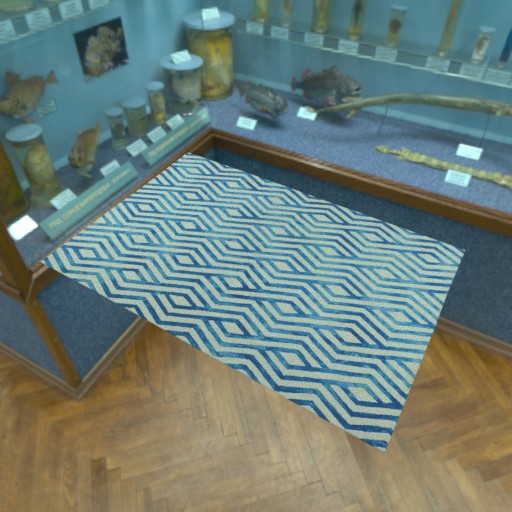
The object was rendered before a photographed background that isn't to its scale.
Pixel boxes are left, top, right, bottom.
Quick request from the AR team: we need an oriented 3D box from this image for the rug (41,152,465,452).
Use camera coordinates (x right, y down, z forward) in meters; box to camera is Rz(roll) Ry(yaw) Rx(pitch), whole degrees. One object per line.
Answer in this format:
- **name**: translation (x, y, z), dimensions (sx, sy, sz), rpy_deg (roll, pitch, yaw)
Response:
- **rug**: translation (0.000, 0.000, 2.294), dimensions (1.830, 0.008, 1.225), rpy_deg (23, 49, 22)
